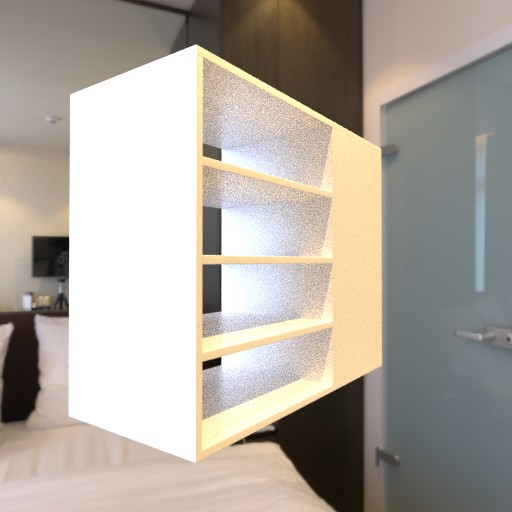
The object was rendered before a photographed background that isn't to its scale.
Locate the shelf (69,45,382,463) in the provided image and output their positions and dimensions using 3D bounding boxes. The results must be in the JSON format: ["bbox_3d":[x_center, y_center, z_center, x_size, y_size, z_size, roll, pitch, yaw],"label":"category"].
[{"bbox_3d":[0.000,0.000,1.252,0.396,0.732,0.895,-1,-1,36],"label":"shelf"}]
